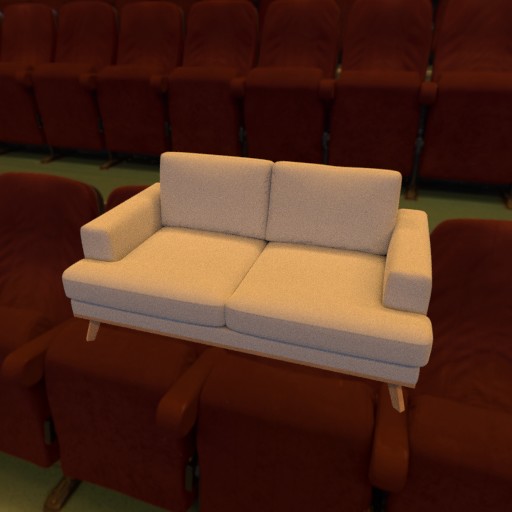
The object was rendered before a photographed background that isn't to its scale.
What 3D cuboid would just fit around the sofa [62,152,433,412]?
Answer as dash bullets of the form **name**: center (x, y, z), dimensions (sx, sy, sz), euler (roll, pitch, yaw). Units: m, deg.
- **sofa**: center (0.000, 0.000, 2.208), dimensions (1.651, 0.810, 0.915), euler (8, 28, 16)
